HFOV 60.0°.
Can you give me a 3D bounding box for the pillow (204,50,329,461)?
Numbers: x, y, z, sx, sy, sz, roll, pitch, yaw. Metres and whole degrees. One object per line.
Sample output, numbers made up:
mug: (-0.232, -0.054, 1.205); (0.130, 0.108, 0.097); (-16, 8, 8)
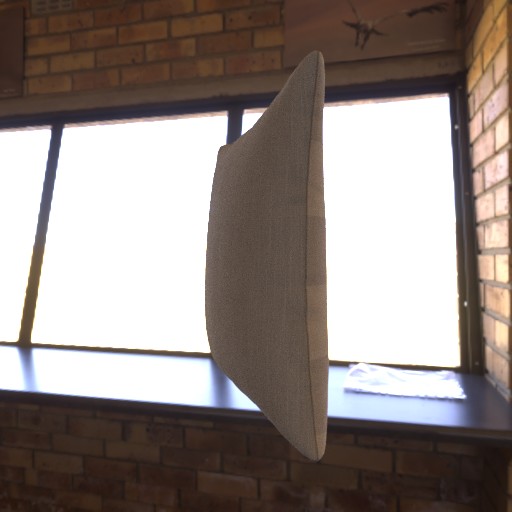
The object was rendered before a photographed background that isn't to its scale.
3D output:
pillow: (0.000, 0.000, 0.786); (0.161, 0.509, 0.511); (0, 0, -17)
